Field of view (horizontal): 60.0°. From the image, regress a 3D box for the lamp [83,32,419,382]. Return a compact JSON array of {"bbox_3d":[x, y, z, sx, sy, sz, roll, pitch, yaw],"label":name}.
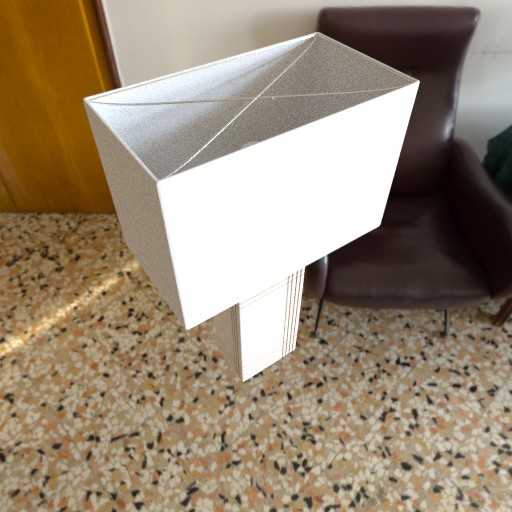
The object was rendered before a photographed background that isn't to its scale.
[{"bbox_3d":[0.000,0.000,0.691,0.334,0.543,0.182,-27,52,-23],"label":"lamp"}]
